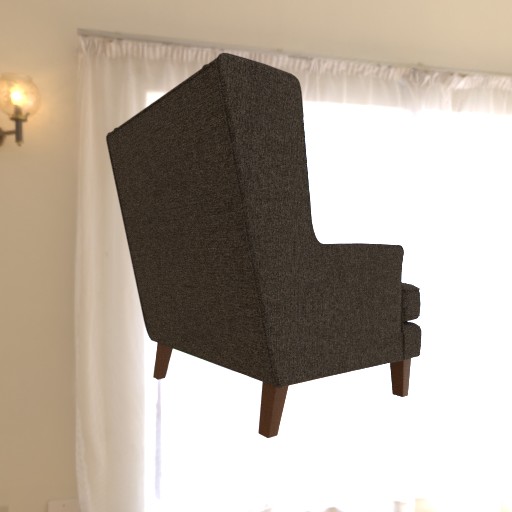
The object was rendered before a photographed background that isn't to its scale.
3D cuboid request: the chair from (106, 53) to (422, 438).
[{"bbox_3d":[0.000,0.000,1.799,0.927,1.082,0.942,0,0,-36],"label":"chair"}]
